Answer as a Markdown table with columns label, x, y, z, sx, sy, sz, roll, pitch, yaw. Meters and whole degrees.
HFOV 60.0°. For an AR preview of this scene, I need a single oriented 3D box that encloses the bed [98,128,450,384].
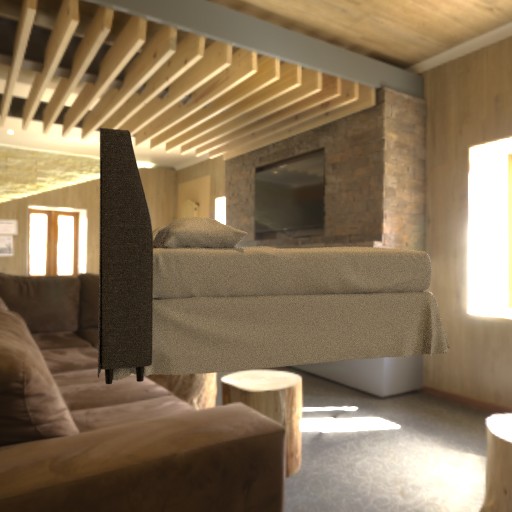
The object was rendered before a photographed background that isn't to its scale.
| label | x | y | z | sx | sy | sz | roll | pitch | yaw |
| --- | --- | --- | --- | --- | --- | --- | --- | --- | --- |
| bed | 0.000 | 0.000 | 3.471 | 2.276 | 1.332 | 1.925 | 0 | 0 | -18 |
